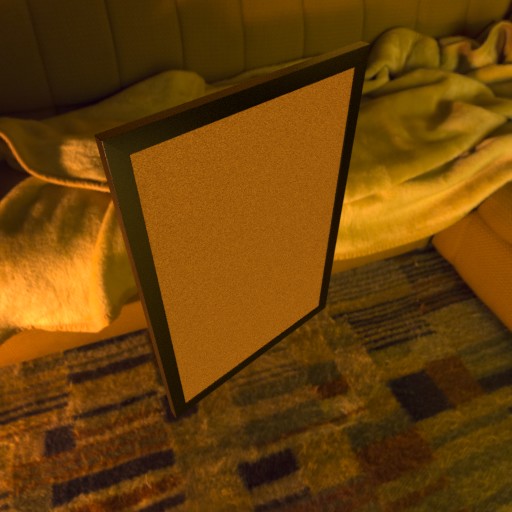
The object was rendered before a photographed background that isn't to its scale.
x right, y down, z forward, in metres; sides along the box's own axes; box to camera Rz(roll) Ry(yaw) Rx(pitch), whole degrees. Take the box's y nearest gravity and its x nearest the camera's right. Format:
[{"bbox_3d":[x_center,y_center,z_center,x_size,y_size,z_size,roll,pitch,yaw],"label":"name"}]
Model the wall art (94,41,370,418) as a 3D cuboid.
[{"bbox_3d":[0.000,0.000,0.544,0.304,0.432,0.013,-31,52,-28],"label":"wall art"}]
